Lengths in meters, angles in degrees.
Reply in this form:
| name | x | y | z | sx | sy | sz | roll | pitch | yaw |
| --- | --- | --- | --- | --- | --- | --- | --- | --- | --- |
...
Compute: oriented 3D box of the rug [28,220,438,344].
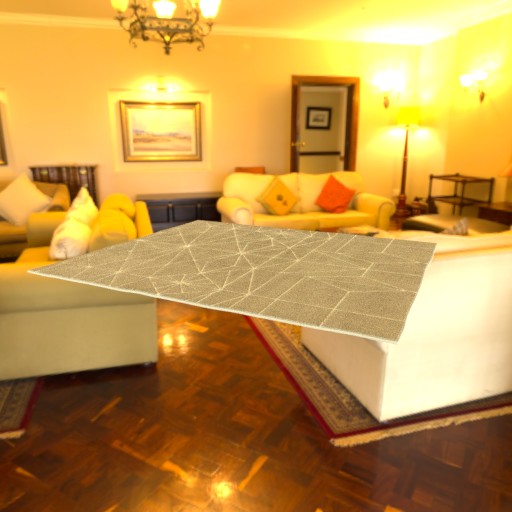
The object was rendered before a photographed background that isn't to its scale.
| name | x | y | z | sx | sy | sz | roll | pitch | yaw |
| --- | --- | --- | --- | --- | --- | --- | --- | --- | --- |
| rug | 0.000 | 0.000 | 0.889 | 0.639 | 0.006 | 0.548 | 7 | 17 | 25 |
